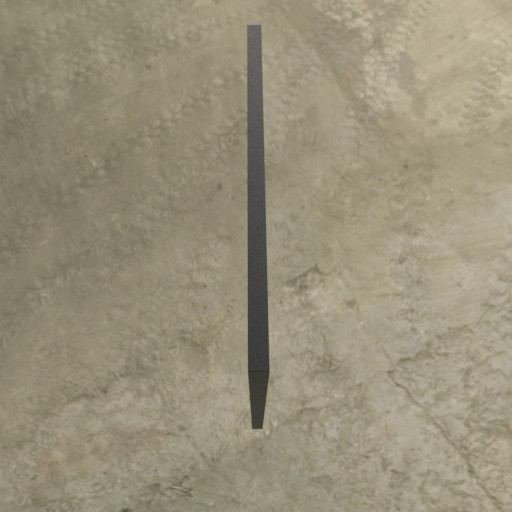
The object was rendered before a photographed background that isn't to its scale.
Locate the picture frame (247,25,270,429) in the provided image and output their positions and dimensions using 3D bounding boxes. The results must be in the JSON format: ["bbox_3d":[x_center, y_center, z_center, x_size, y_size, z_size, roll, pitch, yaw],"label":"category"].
[{"bbox_3d":[0.000,0.000,1.167,0.032,0.775,0.775,-1,63,0],"label":"picture frame"}]
